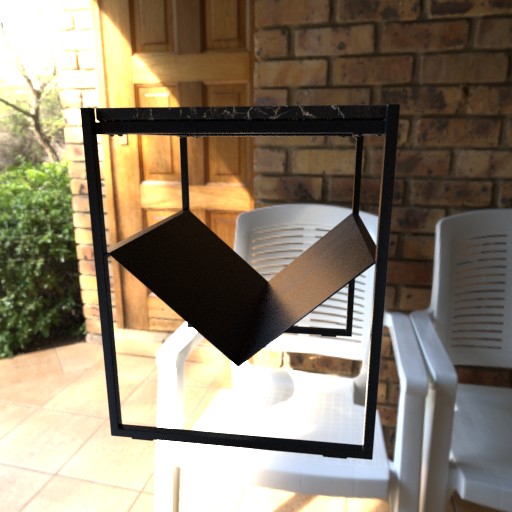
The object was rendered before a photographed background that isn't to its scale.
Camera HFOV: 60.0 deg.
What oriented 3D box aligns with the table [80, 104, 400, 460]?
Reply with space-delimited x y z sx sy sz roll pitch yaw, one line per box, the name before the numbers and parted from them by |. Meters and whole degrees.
table | 0.000 0.000 0.880 0.432 0.534 0.469 2 15 8
